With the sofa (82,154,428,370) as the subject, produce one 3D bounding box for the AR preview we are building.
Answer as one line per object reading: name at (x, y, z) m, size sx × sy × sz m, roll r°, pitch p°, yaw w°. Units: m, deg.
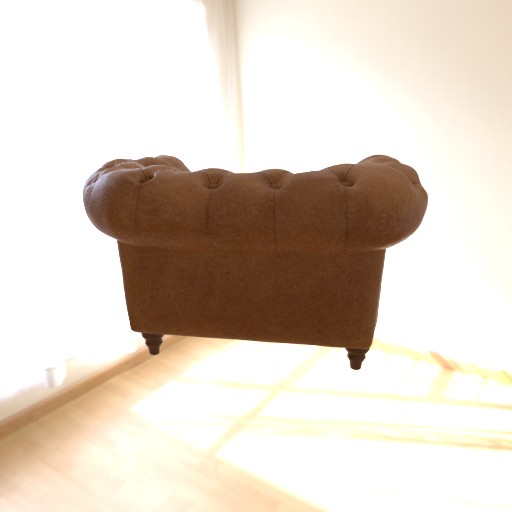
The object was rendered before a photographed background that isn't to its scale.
sofa at (0.000, 0.000, 2.022) m, size 1.405 × 0.878 × 1.033 m, roll 2°, pitch 16°, yaw 8°
